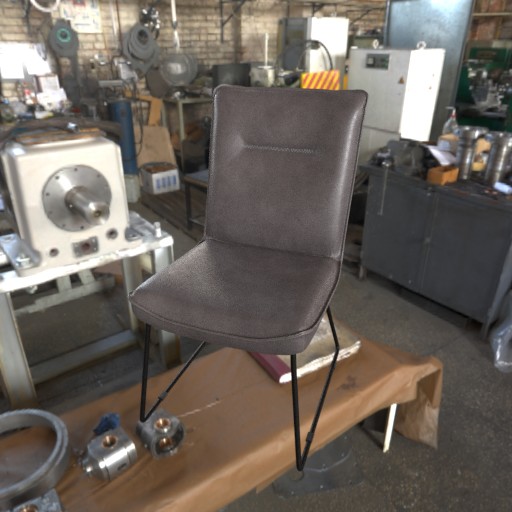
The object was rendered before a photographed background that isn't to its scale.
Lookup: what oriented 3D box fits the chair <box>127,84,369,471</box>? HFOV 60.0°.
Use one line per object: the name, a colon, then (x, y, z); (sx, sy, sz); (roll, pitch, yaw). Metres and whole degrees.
chair: (0.000, 0.000, 1.363); (0.515, 0.932, 0.688); (9, 27, 18)
